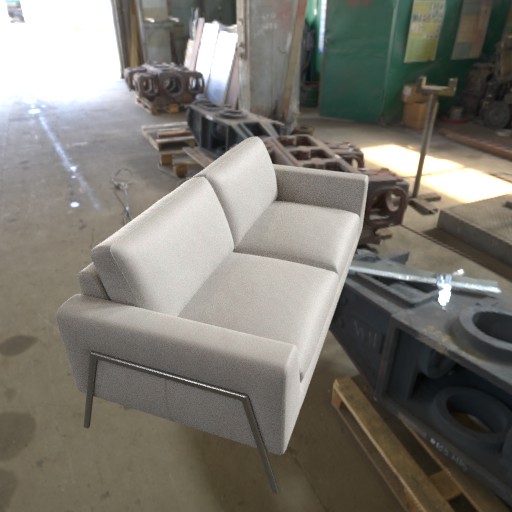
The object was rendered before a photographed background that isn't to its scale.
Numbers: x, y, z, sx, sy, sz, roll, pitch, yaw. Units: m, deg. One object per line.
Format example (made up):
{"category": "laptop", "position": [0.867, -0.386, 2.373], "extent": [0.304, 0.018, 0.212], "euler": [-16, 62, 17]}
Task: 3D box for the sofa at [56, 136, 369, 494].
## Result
{"category": "sofa", "position": [0.000, 0.000, 2.469], "extent": [0.953, 0.875, 2.017], "euler": [10, 32, 17]}
